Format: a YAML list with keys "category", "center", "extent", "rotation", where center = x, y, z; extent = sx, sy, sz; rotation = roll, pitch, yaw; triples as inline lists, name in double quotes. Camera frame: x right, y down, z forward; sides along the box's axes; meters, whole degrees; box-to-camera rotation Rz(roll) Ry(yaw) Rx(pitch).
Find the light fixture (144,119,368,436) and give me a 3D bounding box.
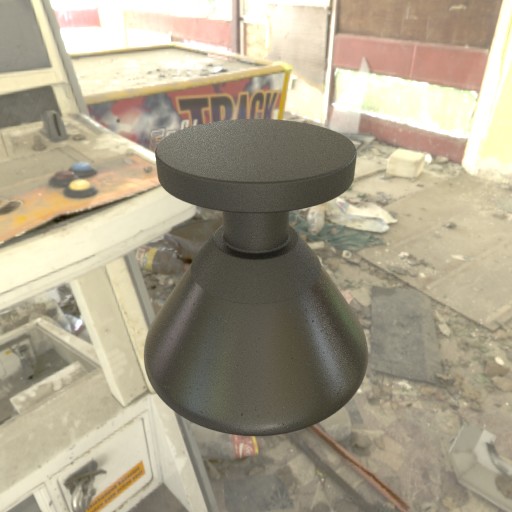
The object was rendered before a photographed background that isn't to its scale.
- category: "light fixture"
  center: [0.000, 0.000, 0.358]
  extent: [0.200, 0.183, 0.200]
  rotation: [0, 32, 0]
